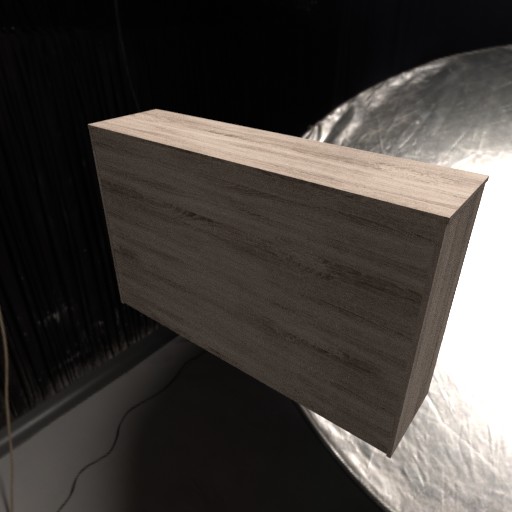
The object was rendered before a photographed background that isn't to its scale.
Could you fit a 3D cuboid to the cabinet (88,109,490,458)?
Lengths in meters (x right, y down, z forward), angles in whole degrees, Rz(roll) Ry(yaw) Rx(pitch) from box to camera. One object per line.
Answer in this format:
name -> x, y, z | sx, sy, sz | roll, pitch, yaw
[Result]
cabinet -> 0.000, 0.000, 1.782 | 1.450, 0.900, 0.380 | 21, 36, 32
